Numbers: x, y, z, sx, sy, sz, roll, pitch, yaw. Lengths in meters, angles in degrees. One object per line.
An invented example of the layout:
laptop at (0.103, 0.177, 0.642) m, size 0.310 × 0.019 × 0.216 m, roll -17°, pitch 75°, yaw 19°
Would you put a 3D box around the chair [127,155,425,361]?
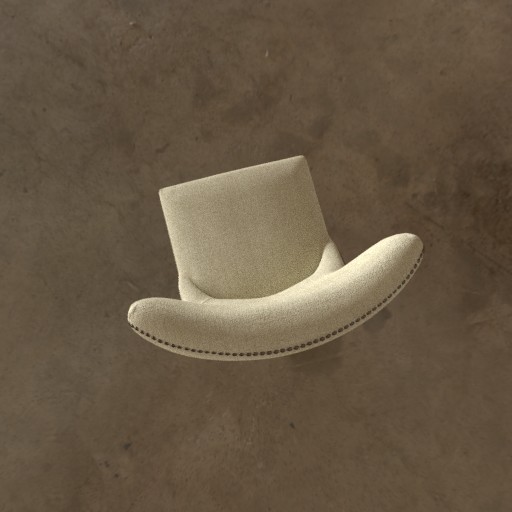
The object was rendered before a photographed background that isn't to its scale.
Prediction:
chair at (0.000, 0.000, 1.438) m, size 0.654 × 1.002 × 0.681 m, roll -14°, pitch 75°, yaw -4°
